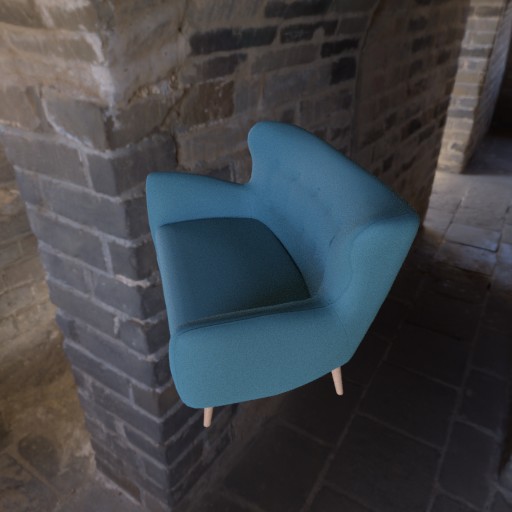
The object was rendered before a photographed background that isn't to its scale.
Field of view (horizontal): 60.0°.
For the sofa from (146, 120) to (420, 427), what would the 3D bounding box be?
[{"bbox_3d":[0.000,0.000,2.004,0.889,0.889,1.397,-8,31,-13],"label":"sofa"}]
